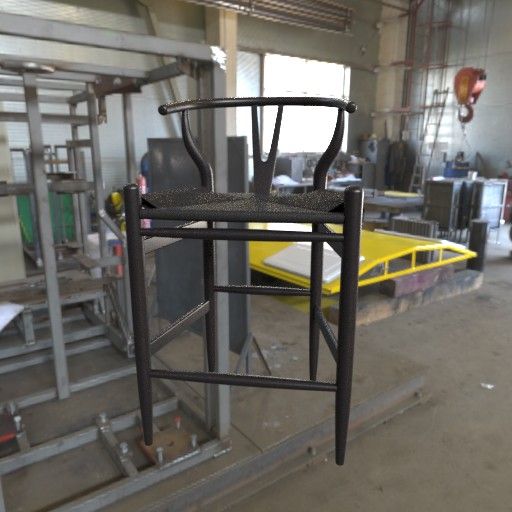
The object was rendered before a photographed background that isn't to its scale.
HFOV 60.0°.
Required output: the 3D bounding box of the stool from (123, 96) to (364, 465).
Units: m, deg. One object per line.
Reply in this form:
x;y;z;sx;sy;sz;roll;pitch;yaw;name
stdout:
0.000;0.000;1.344;0.569;0.970;0.579;2;14;8;stool
